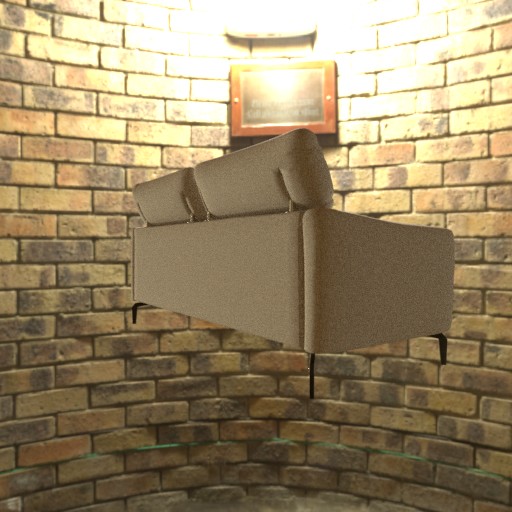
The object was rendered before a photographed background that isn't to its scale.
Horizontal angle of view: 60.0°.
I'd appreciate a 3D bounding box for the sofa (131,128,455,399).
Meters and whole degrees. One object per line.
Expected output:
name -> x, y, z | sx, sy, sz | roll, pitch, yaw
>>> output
sofa -> 0.000, 0.000, 2.516 | 0.856, 0.956, 2.015 | -1, 1, -34
